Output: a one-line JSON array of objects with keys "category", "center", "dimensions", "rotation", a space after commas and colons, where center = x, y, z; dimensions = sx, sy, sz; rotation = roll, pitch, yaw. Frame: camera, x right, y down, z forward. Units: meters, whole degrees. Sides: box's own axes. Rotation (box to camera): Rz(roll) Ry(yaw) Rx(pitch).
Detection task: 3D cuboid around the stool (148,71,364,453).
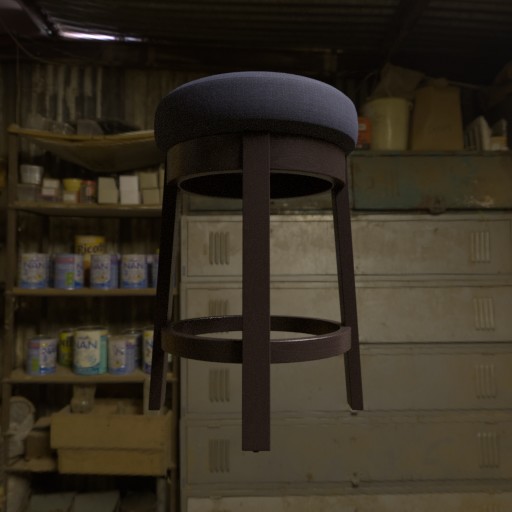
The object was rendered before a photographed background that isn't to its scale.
[{"category": "stool", "center": [0.000, 0.000, 0.952], "dimensions": [0.449, 0.655, 0.449], "rotation": [0, -1, 0]}]
